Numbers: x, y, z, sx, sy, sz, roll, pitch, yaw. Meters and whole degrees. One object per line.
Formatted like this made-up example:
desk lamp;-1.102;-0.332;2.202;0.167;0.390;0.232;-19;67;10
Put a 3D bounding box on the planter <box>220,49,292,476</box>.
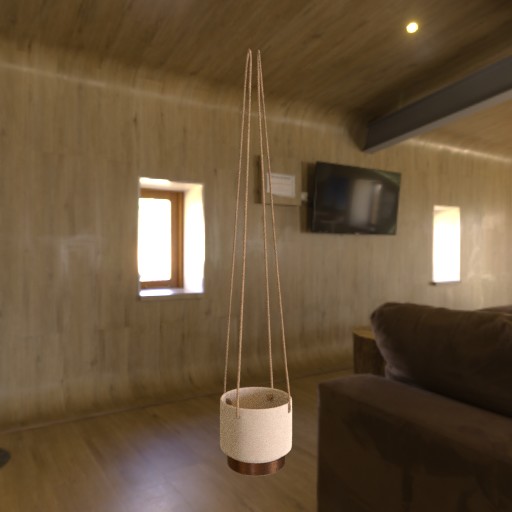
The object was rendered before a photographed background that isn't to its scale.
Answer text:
planter;0.000;0.000;0.903;0.146;0.841;0.146;0;0;-17
